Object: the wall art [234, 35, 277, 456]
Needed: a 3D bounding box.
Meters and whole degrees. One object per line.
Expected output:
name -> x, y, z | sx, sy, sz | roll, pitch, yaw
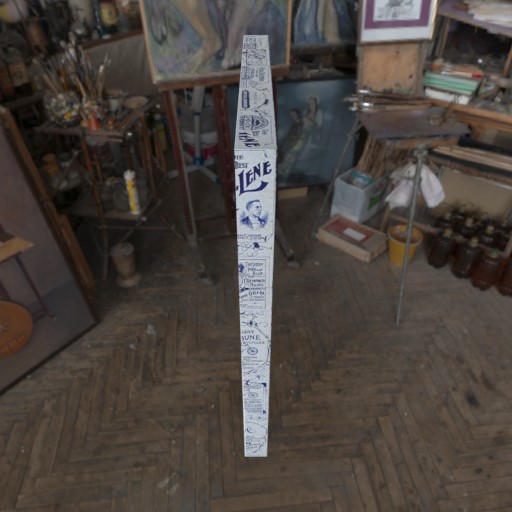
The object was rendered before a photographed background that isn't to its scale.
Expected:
wall art -> 0.000, 0.000, 0.476 | 0.025, 0.376, 0.255 | 0, 40, 0
